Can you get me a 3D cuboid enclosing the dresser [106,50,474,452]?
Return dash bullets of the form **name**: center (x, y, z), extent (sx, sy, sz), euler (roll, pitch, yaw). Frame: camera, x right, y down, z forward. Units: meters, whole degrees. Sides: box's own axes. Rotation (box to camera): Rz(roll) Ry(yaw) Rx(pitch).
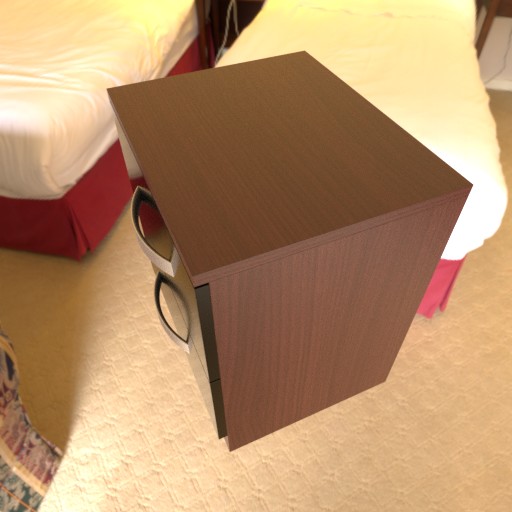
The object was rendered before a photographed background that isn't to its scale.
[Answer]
- **dresser**: center (0.000, 0.000, 0.746), extent (0.360, 0.470, 0.400), euler (-18, 50, -16)
